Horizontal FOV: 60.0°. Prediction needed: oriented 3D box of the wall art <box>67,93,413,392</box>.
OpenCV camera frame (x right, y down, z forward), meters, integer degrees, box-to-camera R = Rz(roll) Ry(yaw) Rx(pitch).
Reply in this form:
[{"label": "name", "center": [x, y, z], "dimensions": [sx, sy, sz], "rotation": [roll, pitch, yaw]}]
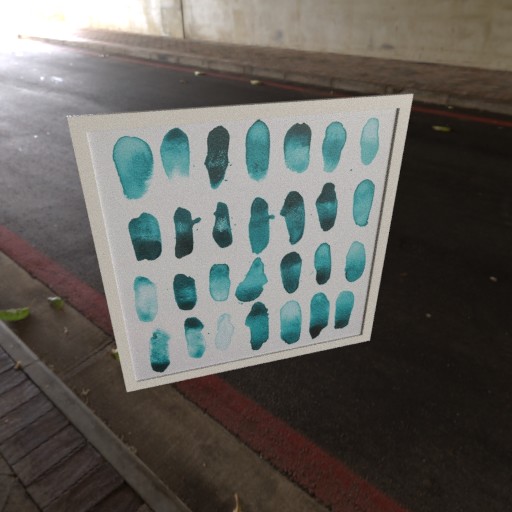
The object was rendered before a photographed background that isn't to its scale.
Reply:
[{"label": "wall art", "center": [0.000, 0.000, 1.222], "dimensions": [0.812, 0.813, 0.013], "rotation": [-9, 32, -14]}]
